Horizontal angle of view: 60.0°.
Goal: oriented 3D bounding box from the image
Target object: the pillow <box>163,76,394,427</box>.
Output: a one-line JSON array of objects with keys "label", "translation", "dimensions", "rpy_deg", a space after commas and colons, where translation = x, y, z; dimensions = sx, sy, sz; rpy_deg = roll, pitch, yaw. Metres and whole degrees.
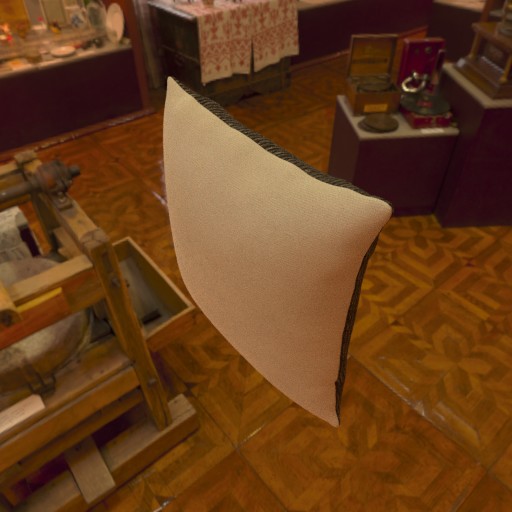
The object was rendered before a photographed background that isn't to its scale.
[{"label": "pillow", "translation": [0.000, 0.000, 0.691], "dimensions": [0.196, 0.434, 0.433], "rpy_deg": [-27, 49, -27]}]
